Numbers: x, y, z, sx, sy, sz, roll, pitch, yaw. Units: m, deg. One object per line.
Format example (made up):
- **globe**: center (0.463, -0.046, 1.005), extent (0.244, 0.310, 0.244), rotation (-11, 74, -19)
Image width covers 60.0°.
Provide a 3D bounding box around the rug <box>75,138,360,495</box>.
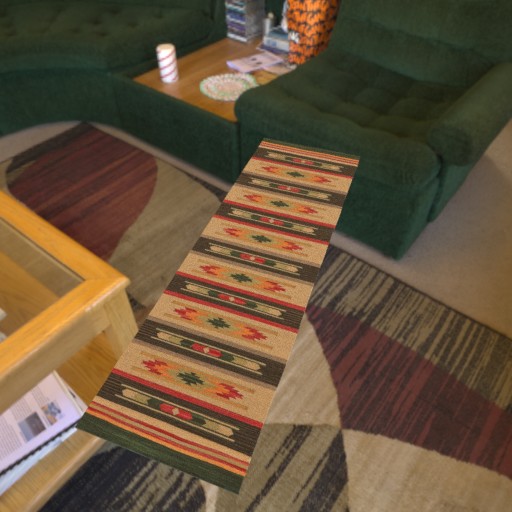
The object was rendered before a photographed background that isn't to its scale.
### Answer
- **rug**: center (0.000, 0.000, 2.590), extent (0.760, 0.009, 2.440), rotation (15, 48, 14)
